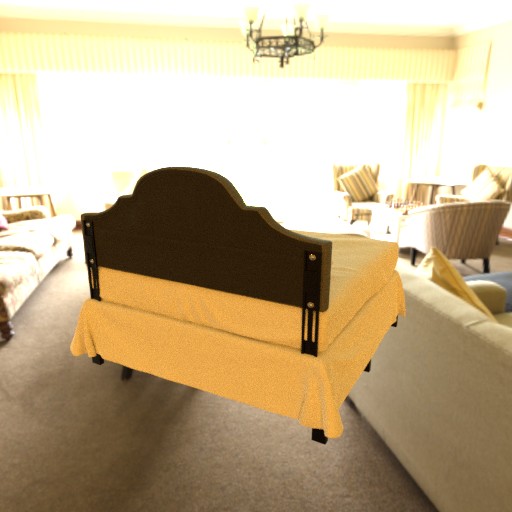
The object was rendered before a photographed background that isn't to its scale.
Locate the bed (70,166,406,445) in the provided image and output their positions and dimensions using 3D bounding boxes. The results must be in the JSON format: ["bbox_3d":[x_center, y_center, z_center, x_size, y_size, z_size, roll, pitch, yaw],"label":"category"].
[{"bbox_3d":[0.000,0.000,3.788,2.303,1.631,2.222,9,18,28],"label":"bed"}]
